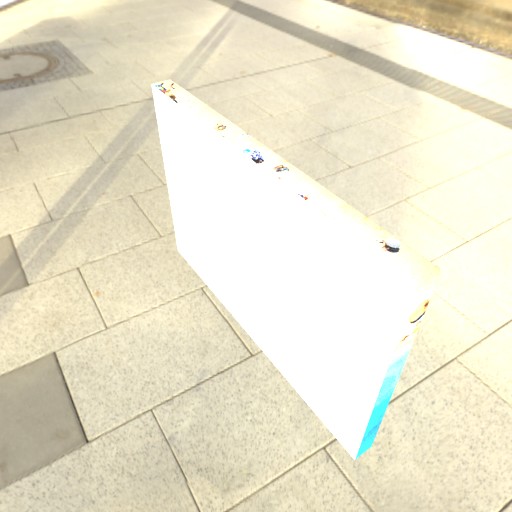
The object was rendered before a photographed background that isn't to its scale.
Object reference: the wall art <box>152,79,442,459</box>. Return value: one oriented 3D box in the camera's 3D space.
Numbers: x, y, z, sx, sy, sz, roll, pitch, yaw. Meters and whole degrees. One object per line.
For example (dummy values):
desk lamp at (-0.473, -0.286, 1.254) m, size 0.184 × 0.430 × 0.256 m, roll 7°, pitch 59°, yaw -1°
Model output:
wall art at (0.000, 0.000, 1.119) m, size 0.057 × 0.595 × 0.894 m, roll -25°, pitch 48°, yaw -25°
